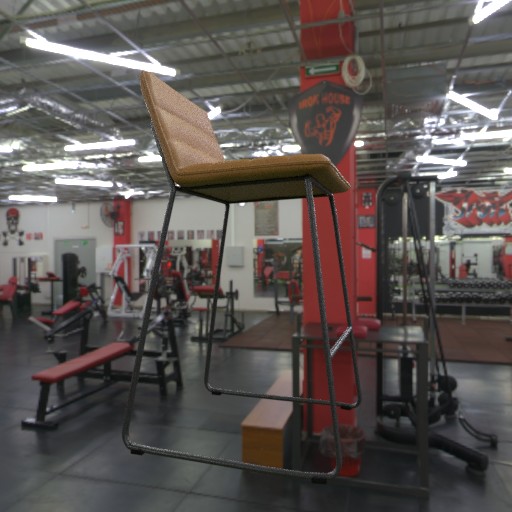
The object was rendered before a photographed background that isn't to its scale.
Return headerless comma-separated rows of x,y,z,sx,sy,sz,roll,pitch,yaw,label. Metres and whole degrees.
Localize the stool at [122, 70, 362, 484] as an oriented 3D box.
0.000,0.000,1.204,0.524,0.936,0.489,0,0,19,stool
